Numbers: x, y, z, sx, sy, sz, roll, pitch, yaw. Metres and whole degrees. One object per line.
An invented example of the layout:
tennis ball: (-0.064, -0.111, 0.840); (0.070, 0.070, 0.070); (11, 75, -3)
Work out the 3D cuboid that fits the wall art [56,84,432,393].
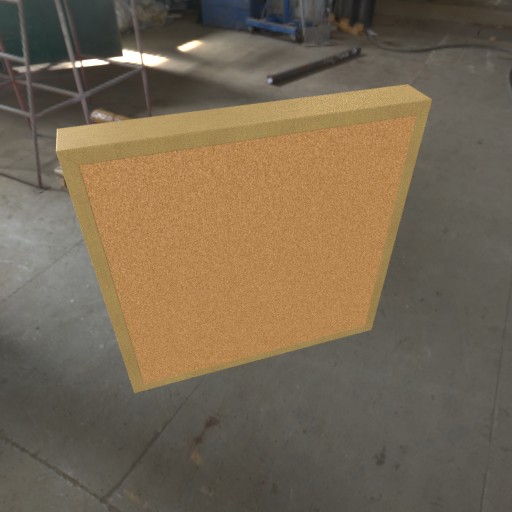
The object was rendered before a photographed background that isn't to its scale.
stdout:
wall art: (0.000, 0.000, 0.457); (0.305, 0.305, 0.038); (-12, 42, -13)
